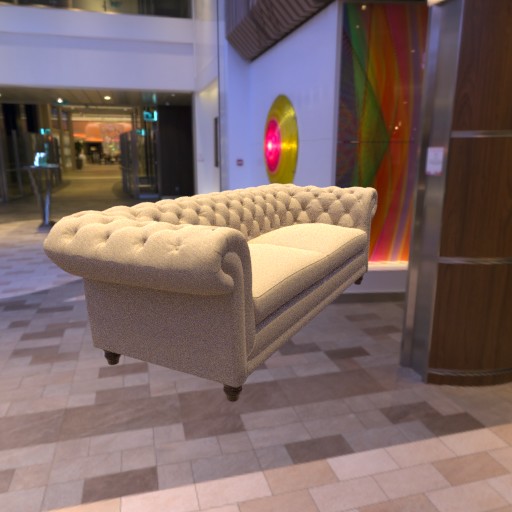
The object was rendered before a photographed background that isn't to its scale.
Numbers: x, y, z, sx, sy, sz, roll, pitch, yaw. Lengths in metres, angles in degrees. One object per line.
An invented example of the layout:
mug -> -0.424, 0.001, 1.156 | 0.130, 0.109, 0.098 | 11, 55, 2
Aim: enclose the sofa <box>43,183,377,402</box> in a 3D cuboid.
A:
sofa -> 0.000, 0.000, 3.091 | 1.076, 0.847, 2.694 | 7, 15, 27
